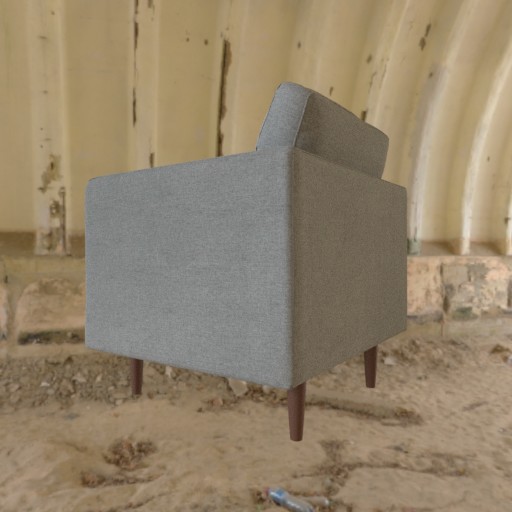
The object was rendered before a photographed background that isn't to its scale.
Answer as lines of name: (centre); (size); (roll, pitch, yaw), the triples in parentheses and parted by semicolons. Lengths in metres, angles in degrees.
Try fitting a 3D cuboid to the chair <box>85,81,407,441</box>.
chair: (0.000, 0.000, 1.524); (0.800, 0.927, 0.855); (1, 1, 35)
